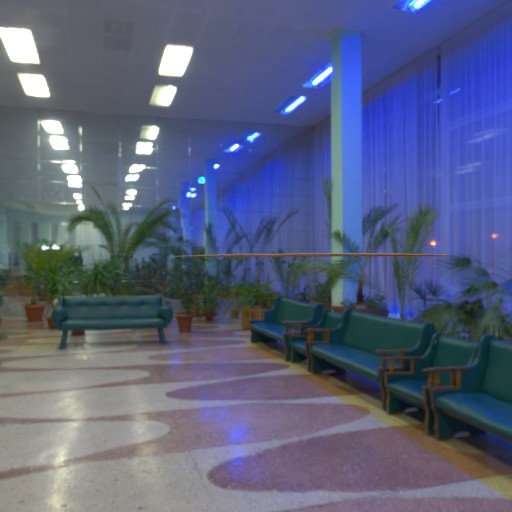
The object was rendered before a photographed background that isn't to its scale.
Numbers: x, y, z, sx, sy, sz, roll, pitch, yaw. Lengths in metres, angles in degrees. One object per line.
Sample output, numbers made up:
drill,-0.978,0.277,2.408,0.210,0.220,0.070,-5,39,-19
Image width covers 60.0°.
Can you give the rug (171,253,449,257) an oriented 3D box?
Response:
rug,0.000,0.000,2.712,0.799,0.010,2.444,0,0,-16
